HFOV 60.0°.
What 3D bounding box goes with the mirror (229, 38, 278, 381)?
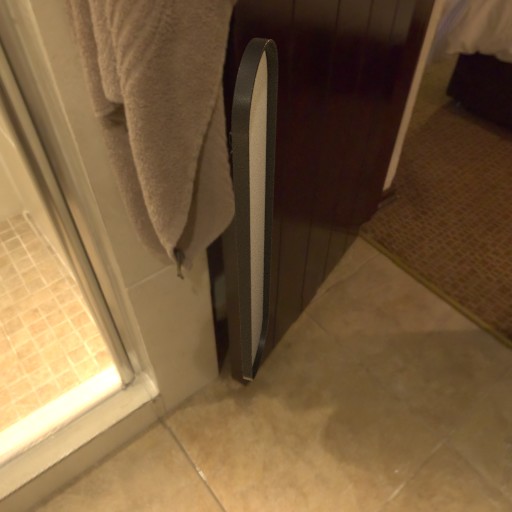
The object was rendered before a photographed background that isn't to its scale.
[{"bbox_3d":[0.000,0.000,1.067,0.032,0.991,0.222,11,48,10],"label":"mirror"}]
